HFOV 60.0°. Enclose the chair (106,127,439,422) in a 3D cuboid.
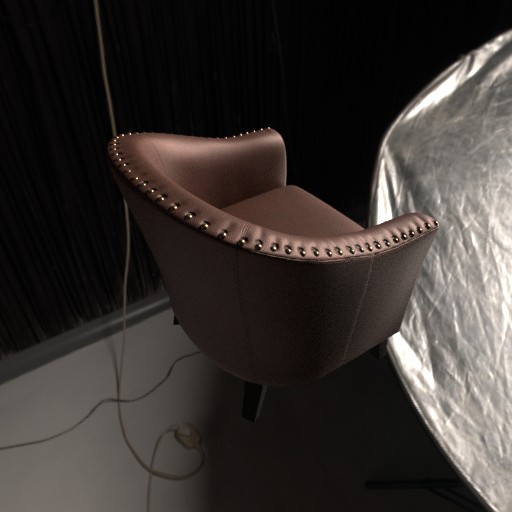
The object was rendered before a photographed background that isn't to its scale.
[{"bbox_3d":[0.000,0.000,1.435,0.748,0.823,0.794,-24,45,-27],"label":"chair"}]
